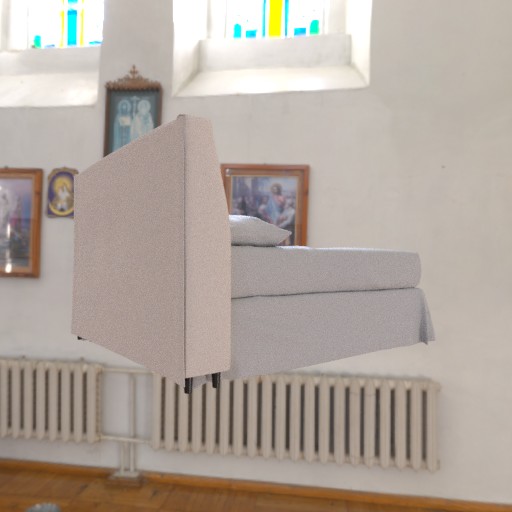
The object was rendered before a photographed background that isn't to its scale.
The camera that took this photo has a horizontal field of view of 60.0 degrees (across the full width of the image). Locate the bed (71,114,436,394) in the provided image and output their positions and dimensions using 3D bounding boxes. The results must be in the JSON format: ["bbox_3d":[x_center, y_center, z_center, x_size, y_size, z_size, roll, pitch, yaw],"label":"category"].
[{"bbox_3d":[0.000,0.000,3.467,2.276,1.332,1.925,1,-1,-37],"label":"bed"}]
